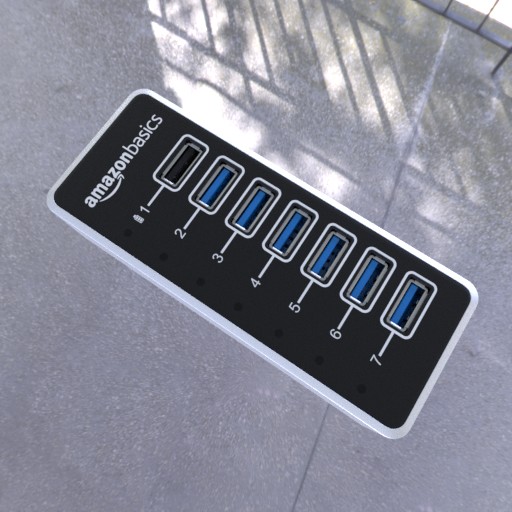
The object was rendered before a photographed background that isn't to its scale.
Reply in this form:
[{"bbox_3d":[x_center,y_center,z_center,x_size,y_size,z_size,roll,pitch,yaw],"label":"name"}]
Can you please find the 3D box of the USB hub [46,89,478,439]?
[{"bbox_3d":[0.000,0.000,0.125,0.110,0.023,0.044,33,78,8],"label":"USB hub"}]
